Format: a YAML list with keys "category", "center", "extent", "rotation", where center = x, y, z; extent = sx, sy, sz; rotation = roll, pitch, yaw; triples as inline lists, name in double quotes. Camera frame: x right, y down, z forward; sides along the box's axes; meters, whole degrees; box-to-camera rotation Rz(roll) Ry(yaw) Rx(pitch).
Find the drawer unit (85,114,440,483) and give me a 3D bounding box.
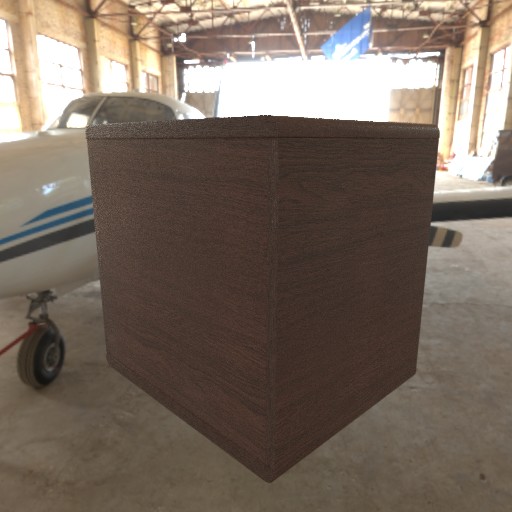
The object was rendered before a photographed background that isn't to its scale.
- category: "drawer unit"
  center: [0.000, 0.000, 0.599]
  extent: [0.290, 0.344, 0.344]
  rotation: [-14, 20, -43]
